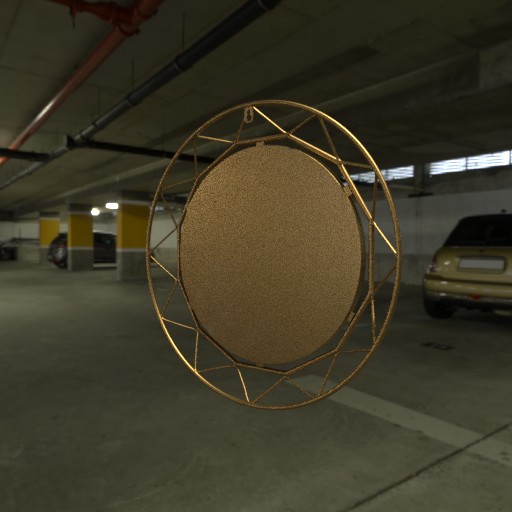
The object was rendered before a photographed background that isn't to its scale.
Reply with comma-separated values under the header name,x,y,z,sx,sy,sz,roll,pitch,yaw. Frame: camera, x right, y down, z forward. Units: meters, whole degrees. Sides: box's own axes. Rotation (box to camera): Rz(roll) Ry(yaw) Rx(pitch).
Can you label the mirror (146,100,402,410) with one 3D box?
name,x,y,z,sx,sy,sz,roll,pitch,yaw
mirror,0.000,0.000,0.676,0.454,0.454,0.043,1,2,35
